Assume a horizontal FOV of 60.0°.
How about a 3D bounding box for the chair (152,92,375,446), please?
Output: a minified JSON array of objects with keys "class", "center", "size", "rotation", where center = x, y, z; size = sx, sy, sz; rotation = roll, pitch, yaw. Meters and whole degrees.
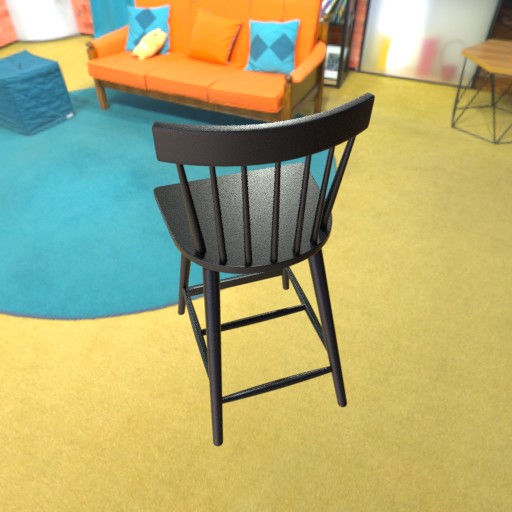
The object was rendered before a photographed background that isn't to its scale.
[{"class":"chair","center":[0.000,0.000,1.271],"size":[0.483,0.952,0.572],"rotation":[-12,44,-13]}]
